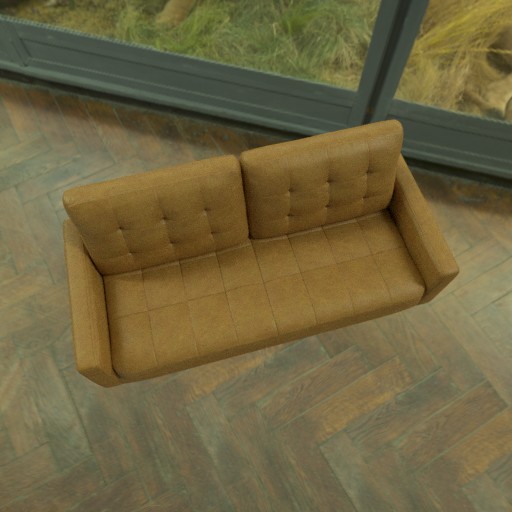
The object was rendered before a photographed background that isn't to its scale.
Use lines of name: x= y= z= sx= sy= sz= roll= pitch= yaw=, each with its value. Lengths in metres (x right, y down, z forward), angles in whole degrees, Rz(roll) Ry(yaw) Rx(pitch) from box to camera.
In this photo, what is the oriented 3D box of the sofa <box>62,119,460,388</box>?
sofa: x=0.000 y=0.000 z=2.255 sx=1.821 sy=0.898 sz=0.850 roll=-14 pitch=65 yaw=-6
